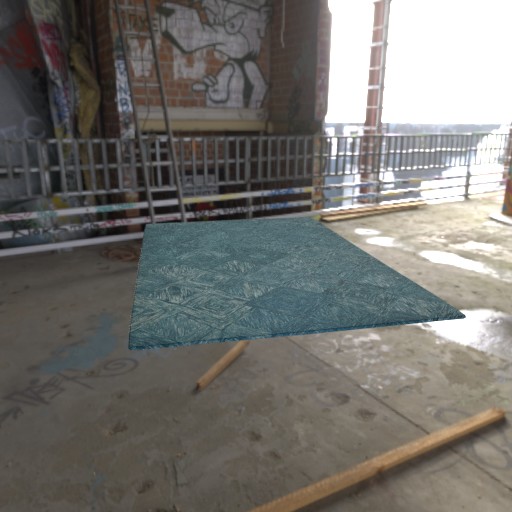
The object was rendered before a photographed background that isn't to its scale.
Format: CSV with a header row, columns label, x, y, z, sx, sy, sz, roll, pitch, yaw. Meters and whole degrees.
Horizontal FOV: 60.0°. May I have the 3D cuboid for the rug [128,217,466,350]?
label,x,y,z,sx,sy,sz,roll,pitch,yaw
rug,0.000,0.000,2.220,1.136,0.017,1.728,-3,17,-11
